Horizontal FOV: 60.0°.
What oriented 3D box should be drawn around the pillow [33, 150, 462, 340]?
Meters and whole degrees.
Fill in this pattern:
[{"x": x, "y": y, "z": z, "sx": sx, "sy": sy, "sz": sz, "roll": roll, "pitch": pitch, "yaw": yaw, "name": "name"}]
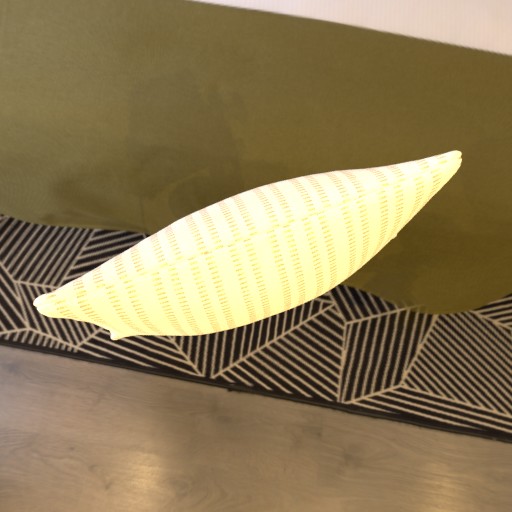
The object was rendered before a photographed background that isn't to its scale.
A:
[{"x": 0.000, "y": 0.000, "z": 0.777, "sx": 0.640, "sy": 0.353, "sz": 0.210, "roll": -20, "pitch": 75, "yaw": -5, "name": "pillow"}]
